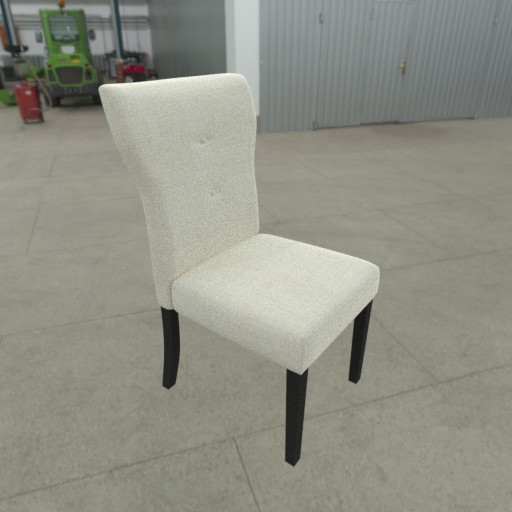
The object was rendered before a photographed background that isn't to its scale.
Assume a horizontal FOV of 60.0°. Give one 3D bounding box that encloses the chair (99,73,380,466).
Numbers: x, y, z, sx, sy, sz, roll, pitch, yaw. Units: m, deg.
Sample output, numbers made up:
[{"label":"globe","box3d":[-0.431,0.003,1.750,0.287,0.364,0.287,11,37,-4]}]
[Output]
[{"label":"chair","box3d":[0.000,0.000,1.260,0.597,0.921,0.509,18,32,32]}]
